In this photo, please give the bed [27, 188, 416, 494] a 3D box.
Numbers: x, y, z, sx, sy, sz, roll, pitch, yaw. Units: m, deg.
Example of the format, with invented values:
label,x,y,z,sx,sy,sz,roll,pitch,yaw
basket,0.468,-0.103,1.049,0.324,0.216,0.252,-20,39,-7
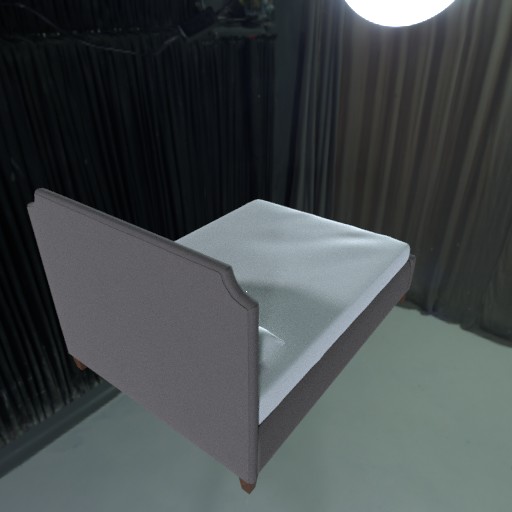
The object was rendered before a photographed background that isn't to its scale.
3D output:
label,x,y,z,sx,sy,sz,roll,pitch,yaw
bed,0.000,0.000,3.298,1.713,1.443,2.372,21,36,31
